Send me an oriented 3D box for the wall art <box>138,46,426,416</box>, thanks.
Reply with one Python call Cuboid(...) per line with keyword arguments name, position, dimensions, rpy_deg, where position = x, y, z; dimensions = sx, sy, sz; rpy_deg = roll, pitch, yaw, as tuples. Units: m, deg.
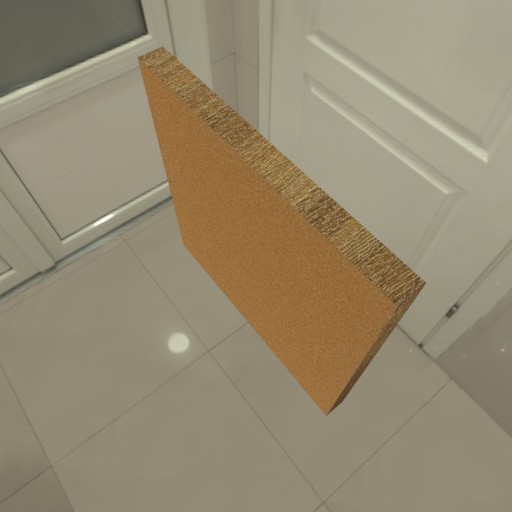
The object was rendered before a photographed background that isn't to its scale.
Cuboid(name="wall art", position=(0.000, 0.000, 0.611), dimensions=(0.039, 0.403, 0.406), rpy_deg=(-34, 64, -19))
